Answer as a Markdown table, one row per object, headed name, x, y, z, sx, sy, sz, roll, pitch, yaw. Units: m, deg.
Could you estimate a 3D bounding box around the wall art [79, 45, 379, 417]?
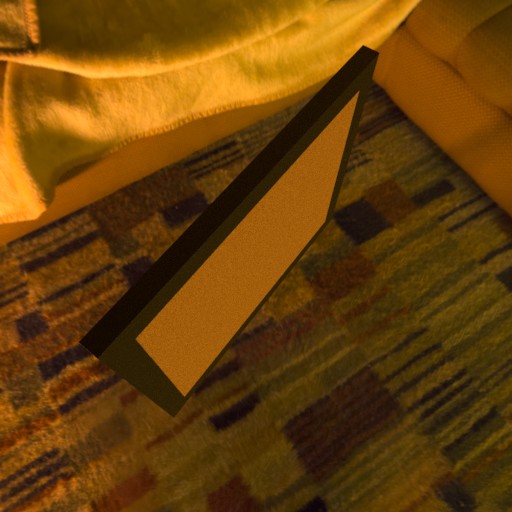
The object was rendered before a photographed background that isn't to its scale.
| name | x | y | z | sx | sy | sz | roll | pitch | yaw |
| --- | --- | --- | --- | --- | --- | --- | --- | --- | --- |
| wall art | 0.000 | 0.000 | 0.752 | 0.028 | 0.460 | 0.561 | 34 | 68 | 16 |
